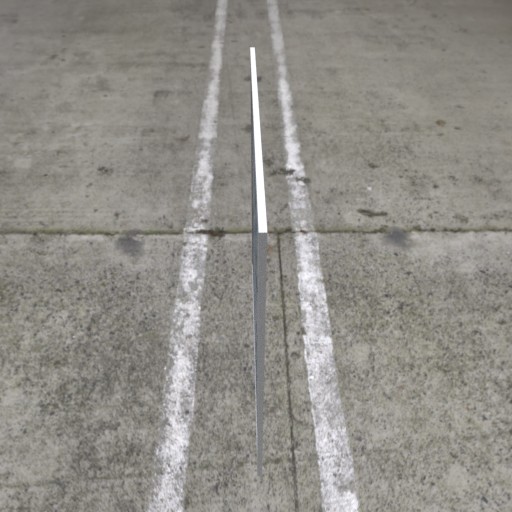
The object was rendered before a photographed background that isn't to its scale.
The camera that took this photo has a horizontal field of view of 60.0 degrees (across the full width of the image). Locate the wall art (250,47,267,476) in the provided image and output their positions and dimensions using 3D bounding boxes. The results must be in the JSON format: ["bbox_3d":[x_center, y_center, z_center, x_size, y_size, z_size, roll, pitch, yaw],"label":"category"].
[{"bbox_3d":[0.000,0.000,0.666,0.007,0.456,0.456,-1,42,-1],"label":"wall art"}]
